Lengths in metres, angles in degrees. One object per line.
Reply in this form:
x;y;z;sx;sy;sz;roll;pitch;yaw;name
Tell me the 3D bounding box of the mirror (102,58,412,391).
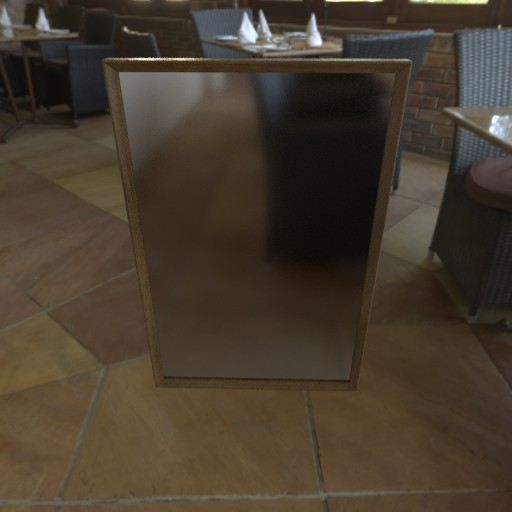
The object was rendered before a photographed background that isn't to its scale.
0.000;0.000;1.120;0.609;0.915;0.041;1;31;1;mirror
